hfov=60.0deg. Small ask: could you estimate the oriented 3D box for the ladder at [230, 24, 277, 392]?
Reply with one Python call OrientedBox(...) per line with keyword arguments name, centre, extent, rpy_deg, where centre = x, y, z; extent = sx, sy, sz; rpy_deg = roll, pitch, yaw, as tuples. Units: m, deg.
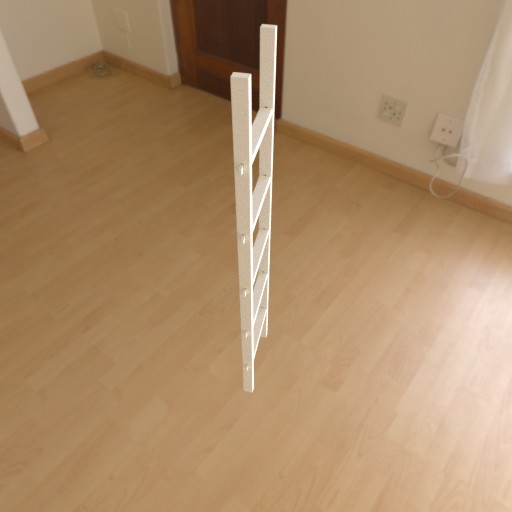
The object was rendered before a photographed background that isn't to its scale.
OrientedBox(name="ladder", centre=(0.000, 0.000, 1.974), extent=(0.051, 1.797, 0.452), rpy_deg=(9, 47, 9))
